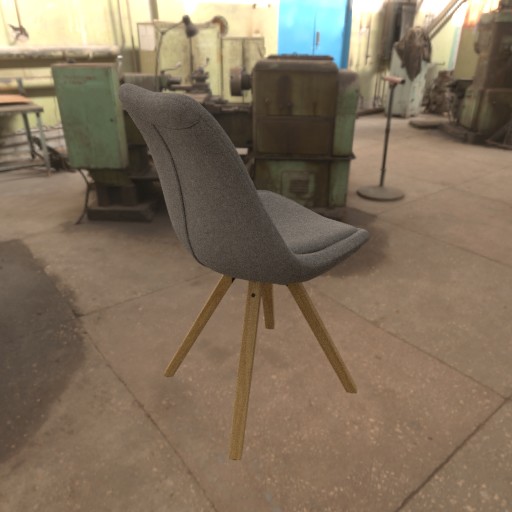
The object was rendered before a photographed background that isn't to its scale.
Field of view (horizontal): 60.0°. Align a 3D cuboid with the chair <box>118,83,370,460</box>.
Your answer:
[{"bbox_3d":[0.000,0.000,1.175,0.550,0.865,0.483,-18,31,-32],"label":"chair"}]
